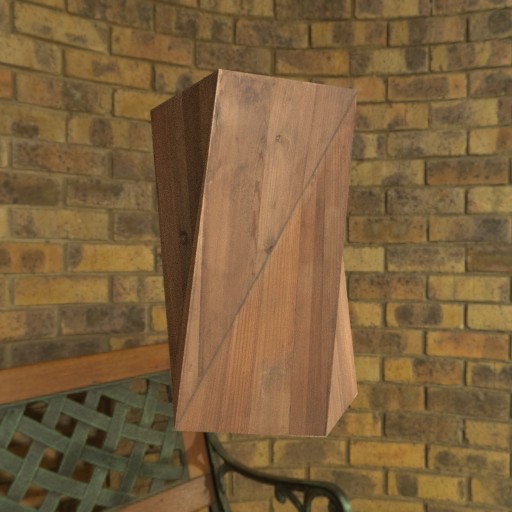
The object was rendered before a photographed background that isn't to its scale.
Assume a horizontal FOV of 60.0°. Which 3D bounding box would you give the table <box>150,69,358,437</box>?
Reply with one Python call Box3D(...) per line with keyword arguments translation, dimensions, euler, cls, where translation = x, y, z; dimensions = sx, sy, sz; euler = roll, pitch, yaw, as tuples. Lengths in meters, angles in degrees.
Box3D(translation=(0.000, 0.000, 0.927), dimensions=(0.425, 0.604, 0.441), euler=(0, 0, 18), cls="table")
